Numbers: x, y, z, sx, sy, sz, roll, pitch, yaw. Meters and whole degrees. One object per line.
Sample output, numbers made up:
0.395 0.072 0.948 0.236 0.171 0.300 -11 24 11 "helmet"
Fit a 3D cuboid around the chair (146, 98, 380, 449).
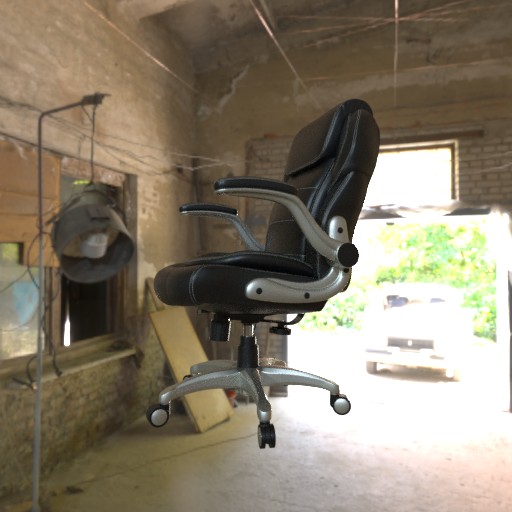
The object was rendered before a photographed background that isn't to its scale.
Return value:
0.000 0.000 1.653 0.801 1.141 0.724 0 0 -19 "chair"
